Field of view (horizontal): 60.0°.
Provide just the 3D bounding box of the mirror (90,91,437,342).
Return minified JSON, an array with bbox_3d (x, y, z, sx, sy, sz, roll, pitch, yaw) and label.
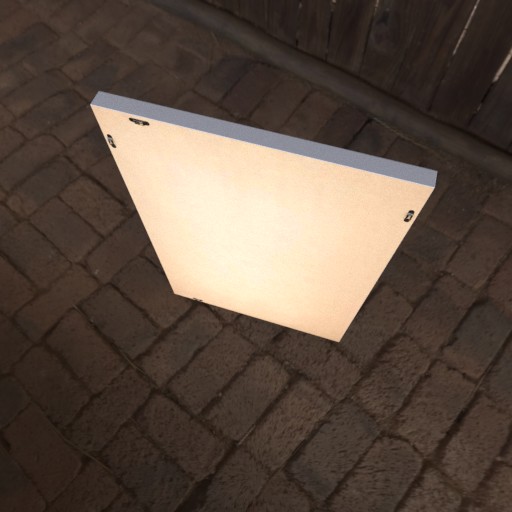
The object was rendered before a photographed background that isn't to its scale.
[{"bbox_3d":[0.000,0.000,1.166,0.609,0.914,0.041,15,65,8],"label":"mirror"}]
